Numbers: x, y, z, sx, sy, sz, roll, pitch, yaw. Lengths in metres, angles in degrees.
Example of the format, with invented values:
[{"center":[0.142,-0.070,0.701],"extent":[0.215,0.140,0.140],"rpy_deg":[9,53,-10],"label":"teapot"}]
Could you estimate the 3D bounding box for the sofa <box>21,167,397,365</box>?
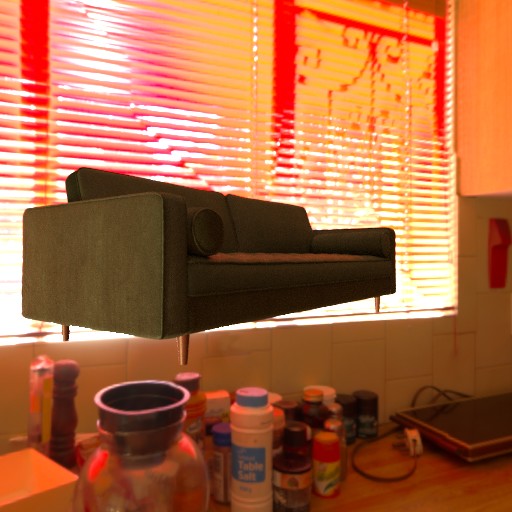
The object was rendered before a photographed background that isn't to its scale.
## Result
[{"center":[0.000,0.000,2.519],"extent":[0.918,0.769,2.199],"rpy_deg":[0,0,36],"label":"sofa"}]
